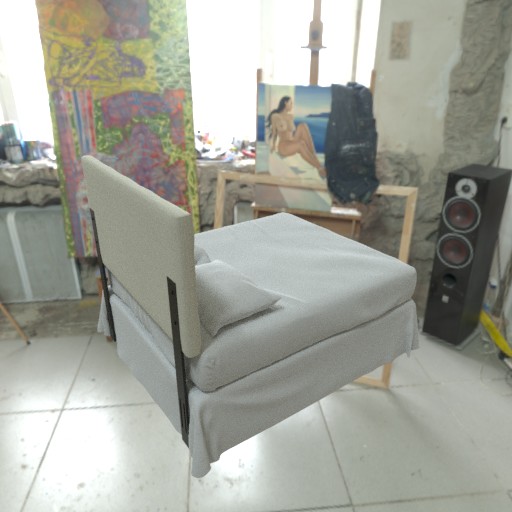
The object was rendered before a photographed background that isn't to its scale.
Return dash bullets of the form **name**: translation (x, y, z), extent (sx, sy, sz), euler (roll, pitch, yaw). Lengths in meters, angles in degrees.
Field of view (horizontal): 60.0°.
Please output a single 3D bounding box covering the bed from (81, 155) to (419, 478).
- **bed**: translation (0.000, 0.000, 3.545), extent (2.222, 1.577, 1.936), euler (-16, 30, -31)
